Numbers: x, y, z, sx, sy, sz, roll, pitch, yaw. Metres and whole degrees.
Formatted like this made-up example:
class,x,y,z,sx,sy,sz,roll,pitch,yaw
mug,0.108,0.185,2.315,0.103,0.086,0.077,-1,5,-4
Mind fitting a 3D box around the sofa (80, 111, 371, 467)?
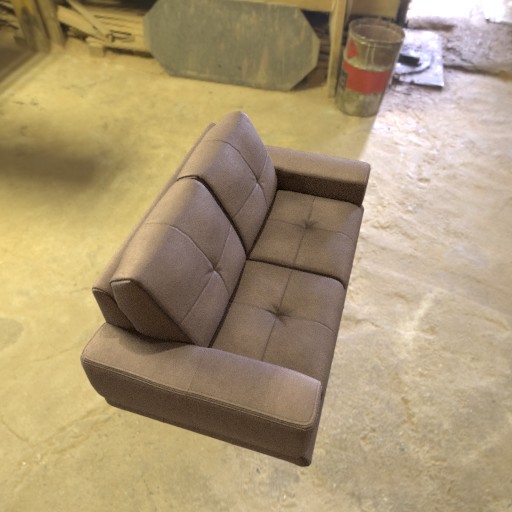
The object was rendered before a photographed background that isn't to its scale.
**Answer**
class,x,y,z,sx,sy,sz,roll,pitch,yaw
sofa,0.000,0.000,2.363,1.018,0.907,1.806,13,48,11
